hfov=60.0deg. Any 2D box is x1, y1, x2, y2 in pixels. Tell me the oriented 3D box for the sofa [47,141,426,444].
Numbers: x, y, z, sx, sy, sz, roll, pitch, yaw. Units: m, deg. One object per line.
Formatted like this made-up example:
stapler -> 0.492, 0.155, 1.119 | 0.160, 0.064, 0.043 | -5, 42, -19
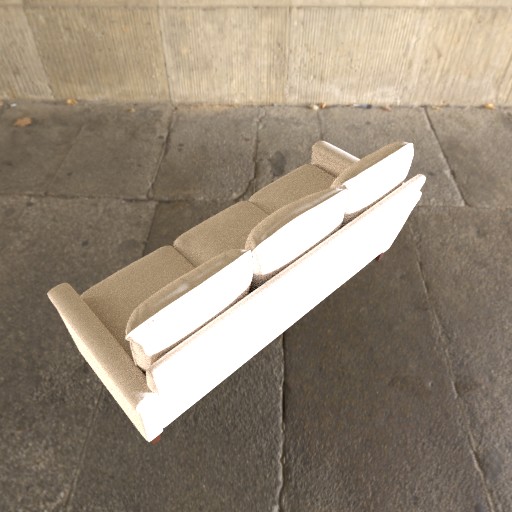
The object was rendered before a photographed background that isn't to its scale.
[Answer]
sofa -> 0.000, 0.000, 2.396 | 1.925, 0.961, 0.828 | -34, 55, -28
